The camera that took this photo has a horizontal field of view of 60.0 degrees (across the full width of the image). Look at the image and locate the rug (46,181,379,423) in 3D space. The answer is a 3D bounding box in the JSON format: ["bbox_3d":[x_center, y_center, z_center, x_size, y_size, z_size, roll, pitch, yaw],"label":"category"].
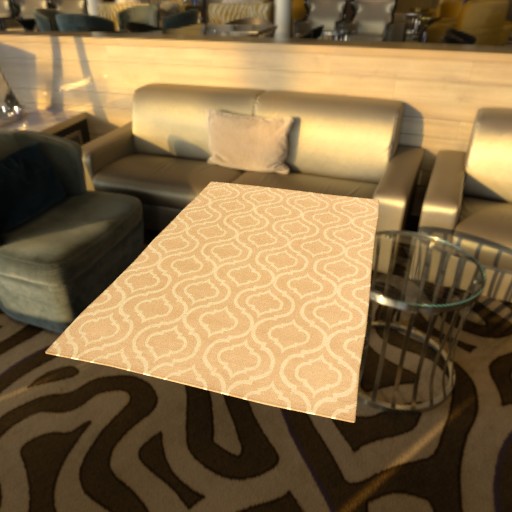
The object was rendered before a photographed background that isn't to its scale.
[{"bbox_3d":[0.000,0.000,2.235,1.152,0.013,1.761,8,32,13],"label":"rug"}]
